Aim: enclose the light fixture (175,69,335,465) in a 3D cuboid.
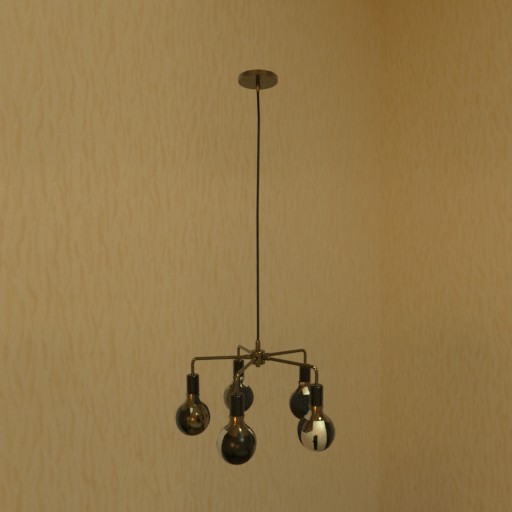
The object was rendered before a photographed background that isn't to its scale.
[{"bbox_3d":[0.000,0.000,1.212,0.438,0.988,0.421,0,0,16],"label":"light fixture"}]
